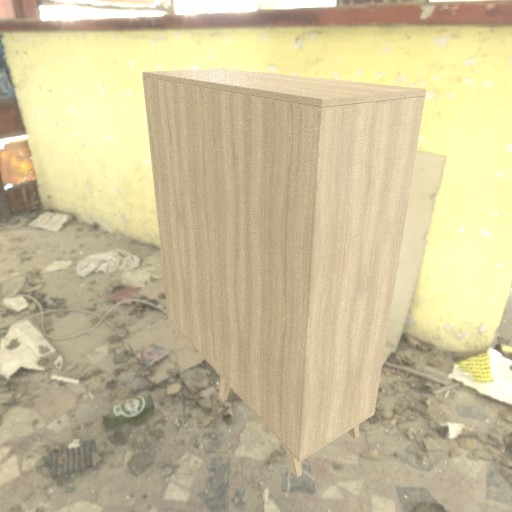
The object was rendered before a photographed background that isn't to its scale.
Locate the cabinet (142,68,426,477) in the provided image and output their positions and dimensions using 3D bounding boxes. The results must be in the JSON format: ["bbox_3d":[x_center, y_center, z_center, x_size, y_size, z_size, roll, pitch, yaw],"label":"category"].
[{"bbox_3d":[0.000,0.000,1.863,0.398,1.388,1.111,-17,31,-31],"label":"cabinet"}]
